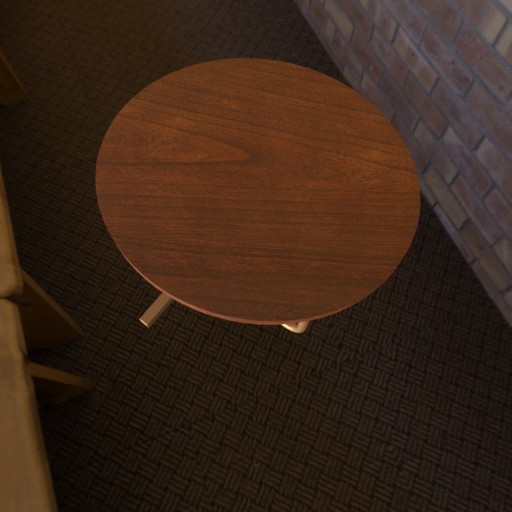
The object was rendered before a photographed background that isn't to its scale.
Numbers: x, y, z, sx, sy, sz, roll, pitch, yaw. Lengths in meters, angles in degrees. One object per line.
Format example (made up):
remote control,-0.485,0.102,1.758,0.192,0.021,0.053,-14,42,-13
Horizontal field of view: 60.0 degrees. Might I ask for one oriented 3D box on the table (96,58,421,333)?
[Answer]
table,0.000,0.000,1.094,0.577,0.706,0.530,34,69,15
